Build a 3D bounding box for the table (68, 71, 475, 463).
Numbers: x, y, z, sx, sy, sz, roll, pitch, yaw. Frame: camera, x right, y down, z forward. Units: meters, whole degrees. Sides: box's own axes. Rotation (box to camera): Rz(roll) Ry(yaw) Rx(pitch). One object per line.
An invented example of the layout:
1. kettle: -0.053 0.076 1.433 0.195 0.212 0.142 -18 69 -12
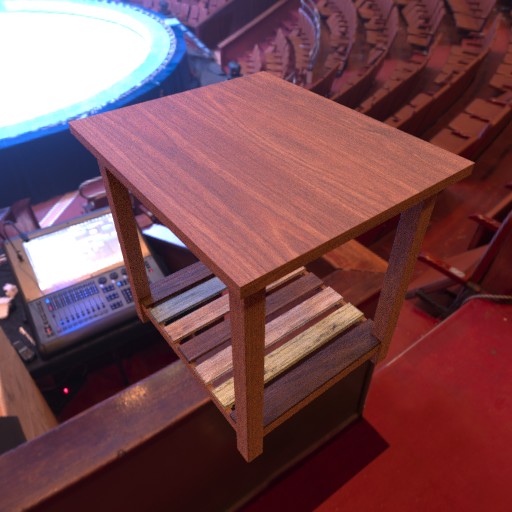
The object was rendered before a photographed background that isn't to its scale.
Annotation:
1. table: 0.000 0.000 1.133 0.559 0.635 0.660 -27 47 -27
